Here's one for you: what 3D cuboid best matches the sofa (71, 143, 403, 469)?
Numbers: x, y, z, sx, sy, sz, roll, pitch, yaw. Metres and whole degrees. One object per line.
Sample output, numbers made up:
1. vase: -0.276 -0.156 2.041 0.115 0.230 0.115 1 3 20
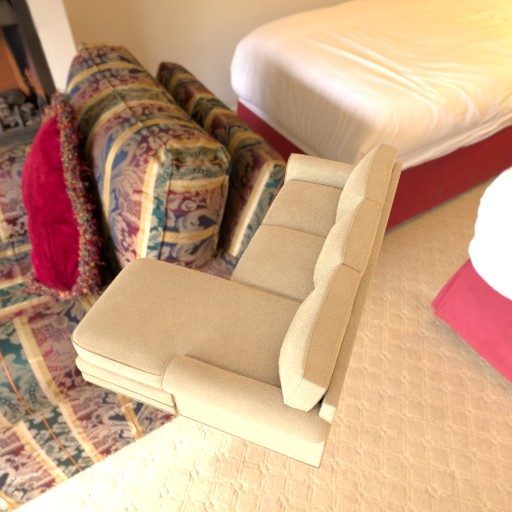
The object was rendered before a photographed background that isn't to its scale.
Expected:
1. sofa: 0.000 0.000 2.388 1.226 0.734 1.770 15 48 15
